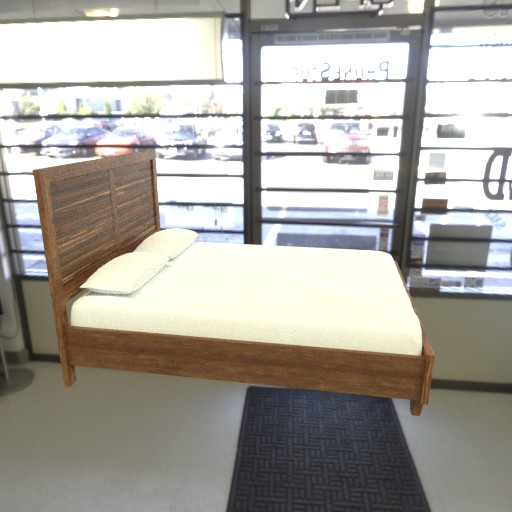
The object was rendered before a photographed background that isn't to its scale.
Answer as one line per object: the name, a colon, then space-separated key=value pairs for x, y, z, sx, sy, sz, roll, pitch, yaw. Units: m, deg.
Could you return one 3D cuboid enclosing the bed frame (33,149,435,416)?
bed frame: x=0.000 y=0.000 z=3.325 sx=2.276 sy=1.417 sz=1.696 roll=3 pitch=18 yaw=10
